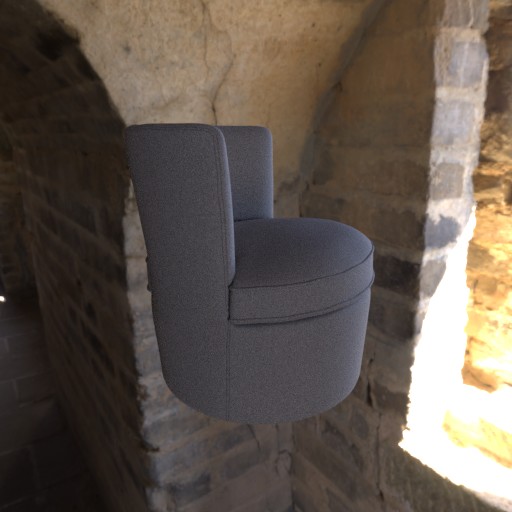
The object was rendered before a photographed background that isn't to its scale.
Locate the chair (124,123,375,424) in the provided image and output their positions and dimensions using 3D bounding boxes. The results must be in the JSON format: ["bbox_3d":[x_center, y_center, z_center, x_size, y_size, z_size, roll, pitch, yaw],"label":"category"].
[{"bbox_3d":[0.000,0.000,1.265,0.660,0.719,0.689,3,16,10],"label":"chair"}]
